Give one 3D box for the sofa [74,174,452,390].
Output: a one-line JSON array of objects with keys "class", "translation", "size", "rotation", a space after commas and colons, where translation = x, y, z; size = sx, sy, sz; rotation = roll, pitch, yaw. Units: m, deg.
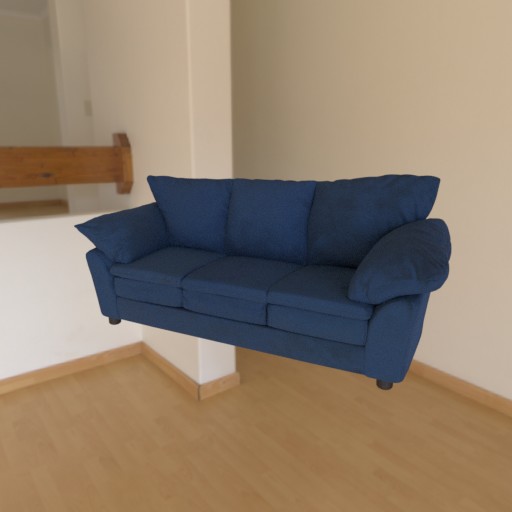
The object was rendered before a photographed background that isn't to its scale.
[{"class": "sofa", "translation": [0.000, 0.000, 2.945], "size": [2.390, 1.091, 0.907], "rotation": [7, 16, 26]}]
